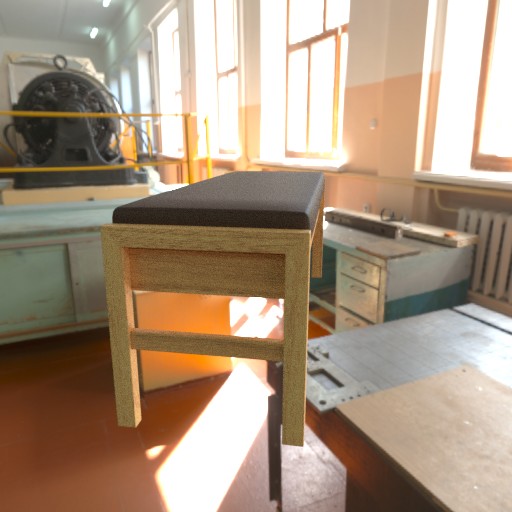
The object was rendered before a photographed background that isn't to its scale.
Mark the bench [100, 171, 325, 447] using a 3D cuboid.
[{"bbox_3d":[0.000,0.000,1.447,0.405,0.480,1.200,3,15,10],"label":"bench"}]
